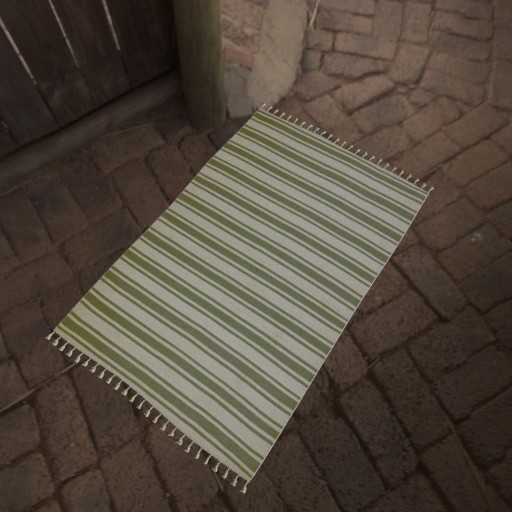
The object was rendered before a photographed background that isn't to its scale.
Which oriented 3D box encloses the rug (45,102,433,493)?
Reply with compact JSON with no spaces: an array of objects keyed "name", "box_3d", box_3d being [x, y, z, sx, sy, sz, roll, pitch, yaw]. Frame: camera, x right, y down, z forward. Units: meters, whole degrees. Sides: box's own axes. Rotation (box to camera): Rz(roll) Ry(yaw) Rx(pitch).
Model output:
[{"name":"rug","box_3d":[0.000,0.000,2.308,1.162,0.013,1.875,32,67,15]}]
